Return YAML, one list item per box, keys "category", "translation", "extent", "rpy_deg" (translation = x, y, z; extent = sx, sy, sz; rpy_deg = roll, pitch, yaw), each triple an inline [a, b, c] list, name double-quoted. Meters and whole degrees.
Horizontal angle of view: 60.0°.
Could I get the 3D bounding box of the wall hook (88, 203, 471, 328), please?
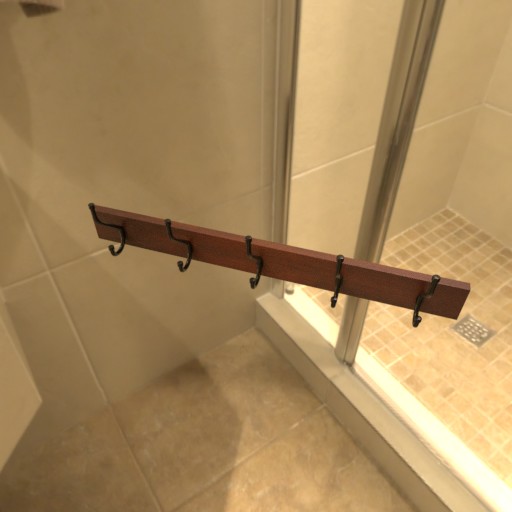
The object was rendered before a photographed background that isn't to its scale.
- category: "wall hook"
  translation: [0.000, 0.000, 0.627]
  extent: [0.571, 0.117, 0.071]
  rpy_deg: [12, 43, 13]
